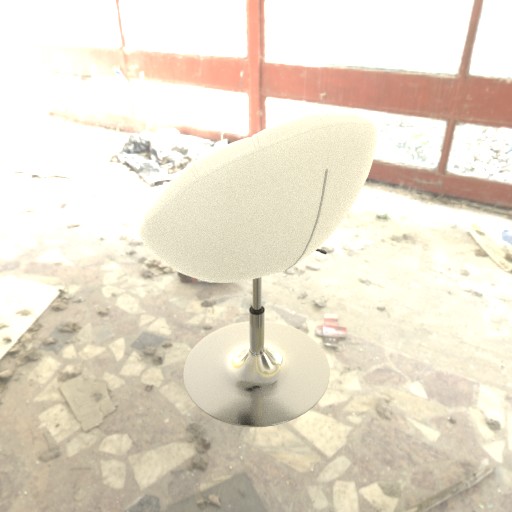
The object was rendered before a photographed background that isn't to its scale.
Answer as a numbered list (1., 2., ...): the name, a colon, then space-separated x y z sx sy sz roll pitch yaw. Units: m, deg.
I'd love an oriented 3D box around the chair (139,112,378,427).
1. chair: 0.000 0.000 1.847 0.940 1.261 0.736 -21 36 -31
